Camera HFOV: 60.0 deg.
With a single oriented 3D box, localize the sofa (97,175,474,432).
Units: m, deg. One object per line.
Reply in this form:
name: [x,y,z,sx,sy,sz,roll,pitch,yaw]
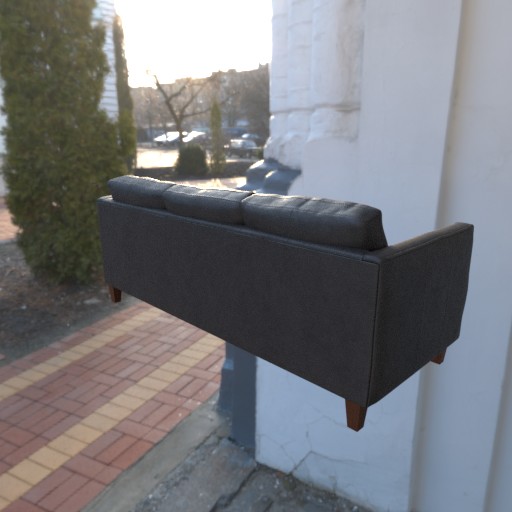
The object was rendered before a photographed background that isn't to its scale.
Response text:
sofa: [0.000,0.000,2.982,1.045,1.006,2.464,-15,21,-43]
